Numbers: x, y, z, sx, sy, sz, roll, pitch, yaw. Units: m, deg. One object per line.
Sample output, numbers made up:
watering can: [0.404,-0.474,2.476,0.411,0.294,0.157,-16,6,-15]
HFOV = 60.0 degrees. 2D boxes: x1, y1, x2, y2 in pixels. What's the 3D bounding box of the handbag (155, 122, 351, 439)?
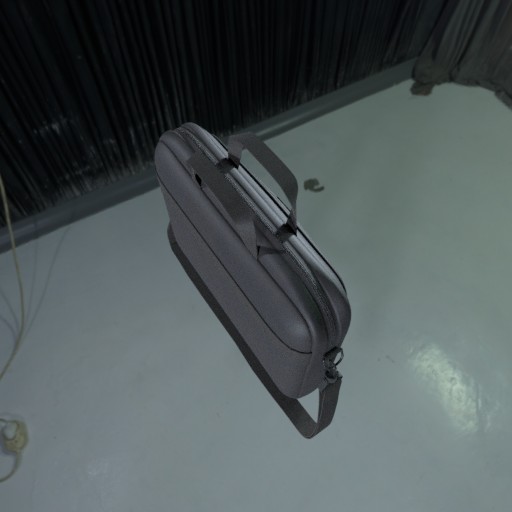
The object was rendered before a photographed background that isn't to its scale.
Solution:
handbag: [0.000,0.000,0.596,0.126,0.330,0.429,-30,63,-17]
